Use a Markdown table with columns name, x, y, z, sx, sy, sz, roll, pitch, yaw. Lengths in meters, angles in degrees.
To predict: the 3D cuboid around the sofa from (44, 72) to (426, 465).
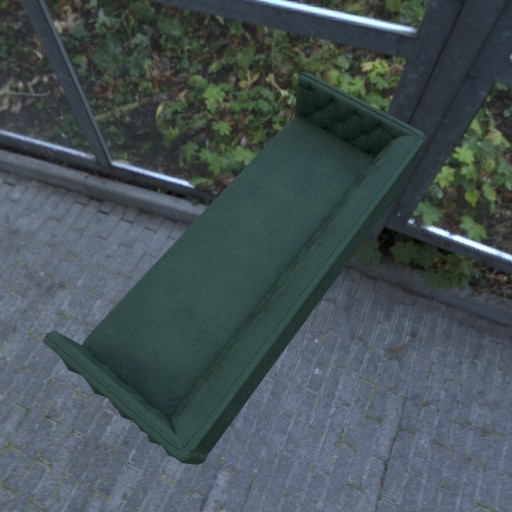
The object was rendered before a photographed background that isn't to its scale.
| name | x | y | z | sx | sy | sz | roll | pitch | yaw |
| --- | --- | --- | --- | --- | --- | --- | --- | --- | --- |
| sofa | 0.000 | 0.000 | 2.635 | 0.895 | 0.771 | 2.209 | 34 | 69 | 15 |
